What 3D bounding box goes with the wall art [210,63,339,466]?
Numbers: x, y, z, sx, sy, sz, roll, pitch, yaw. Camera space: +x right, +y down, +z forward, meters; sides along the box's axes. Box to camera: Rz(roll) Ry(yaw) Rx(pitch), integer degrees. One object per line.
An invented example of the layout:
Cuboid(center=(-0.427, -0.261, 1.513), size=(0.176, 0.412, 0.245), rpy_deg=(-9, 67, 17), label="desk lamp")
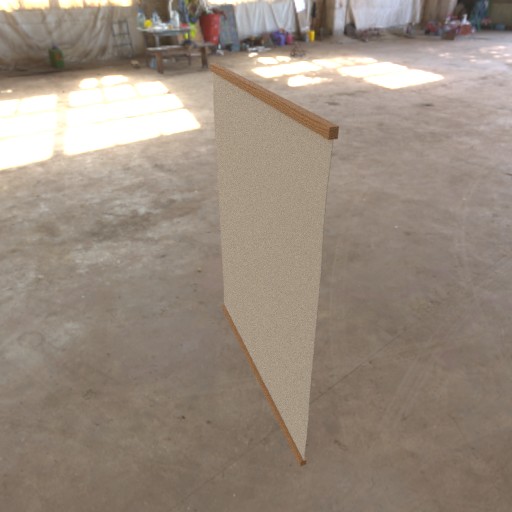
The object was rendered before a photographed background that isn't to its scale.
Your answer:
Cuboid(center=(0.000, 0.000, 0.695), size=(0.010, 0.507, 0.404), rpy_deg=(-11, 33, -17), label="wall art")
